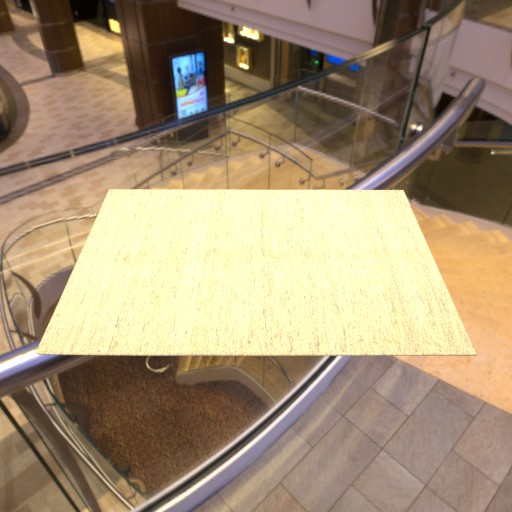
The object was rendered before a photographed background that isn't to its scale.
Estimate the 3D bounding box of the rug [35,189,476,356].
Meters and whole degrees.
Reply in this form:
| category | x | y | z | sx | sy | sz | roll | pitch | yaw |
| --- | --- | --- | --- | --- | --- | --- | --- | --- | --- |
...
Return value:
| category | x | y | z | sx | sy | sz | roll | pitch | yaw |
| --- | --- | --- | --- | --- | --- | --- | --- | --- | --- |
| rug | 0.000 | 0.000 | 2.323 | 1.850 | 0.015 | 1.250 | 0 | 42 | 0 |
